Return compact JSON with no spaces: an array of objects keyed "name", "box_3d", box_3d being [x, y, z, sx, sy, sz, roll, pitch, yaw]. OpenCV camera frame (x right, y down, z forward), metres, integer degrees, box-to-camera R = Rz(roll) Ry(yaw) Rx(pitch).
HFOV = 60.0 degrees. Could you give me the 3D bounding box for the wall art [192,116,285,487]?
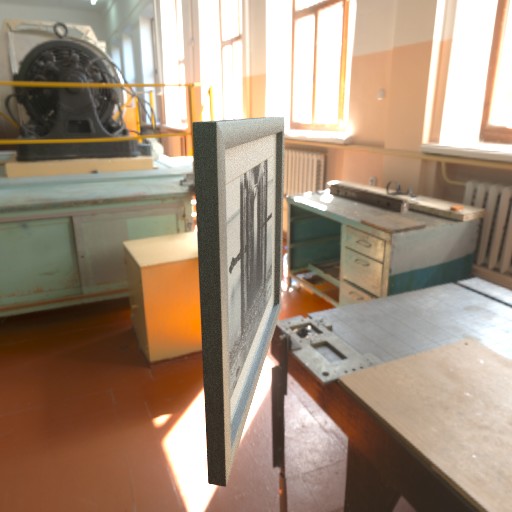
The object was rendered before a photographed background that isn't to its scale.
[{"name":"wall art","box_3d":[0.000,0.000,0.770,0.028,0.457,0.556,3,18,10]}]
